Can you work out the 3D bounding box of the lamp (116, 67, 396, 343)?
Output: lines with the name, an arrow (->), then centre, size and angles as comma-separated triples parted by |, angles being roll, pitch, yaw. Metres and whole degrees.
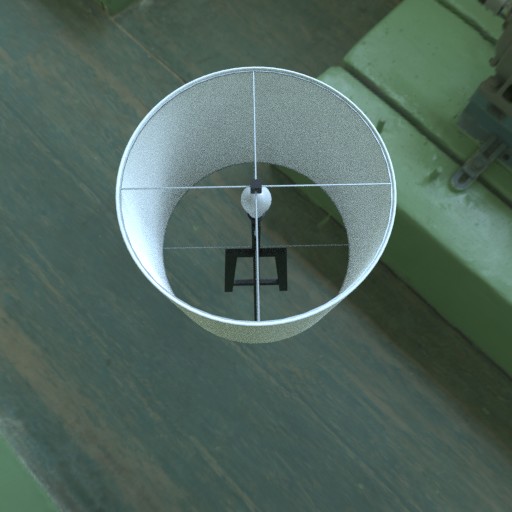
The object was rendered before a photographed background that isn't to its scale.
lamp -> 0.000, 0.000, 0.639 | 0.257, 0.489, 0.257 | 43, 79, 11
